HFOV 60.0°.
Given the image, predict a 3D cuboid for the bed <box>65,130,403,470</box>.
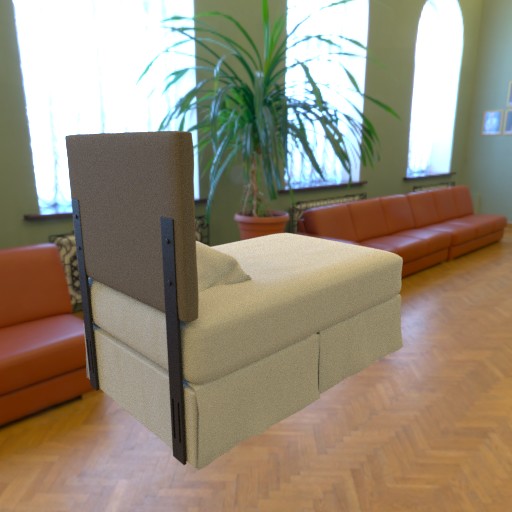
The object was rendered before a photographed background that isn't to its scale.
[{"bbox_3d":[0.000,0.000,2.988,1.997,1.571,1.261,-13,19,-43],"label":"bed"}]
